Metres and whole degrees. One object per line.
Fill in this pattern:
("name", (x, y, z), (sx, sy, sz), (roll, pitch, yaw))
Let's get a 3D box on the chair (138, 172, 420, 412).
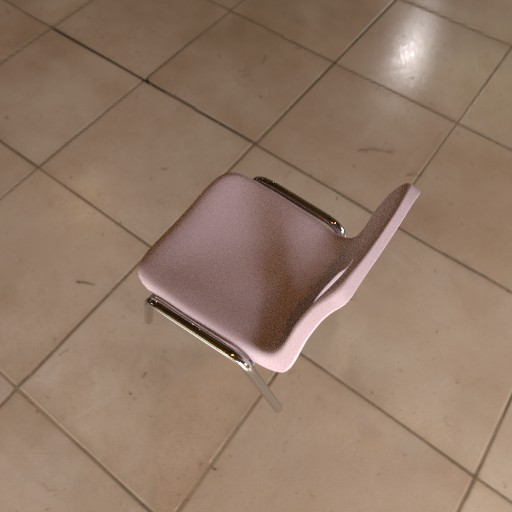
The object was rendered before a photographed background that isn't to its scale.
("chair", (0.000, 0.000, 0.798), (0.385, 0.536, 0.354), (32, 67, 15))
